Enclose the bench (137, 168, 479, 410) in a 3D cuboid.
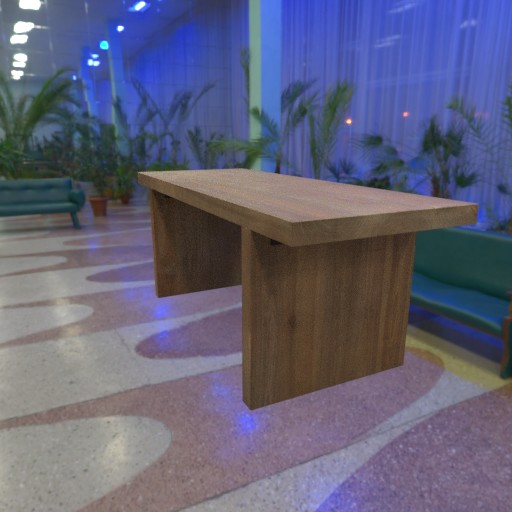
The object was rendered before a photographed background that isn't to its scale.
[{"bbox_3d":[0.000,0.000,1.404,0.458,0.458,1.183,-7,17,-26],"label":"bench"}]
